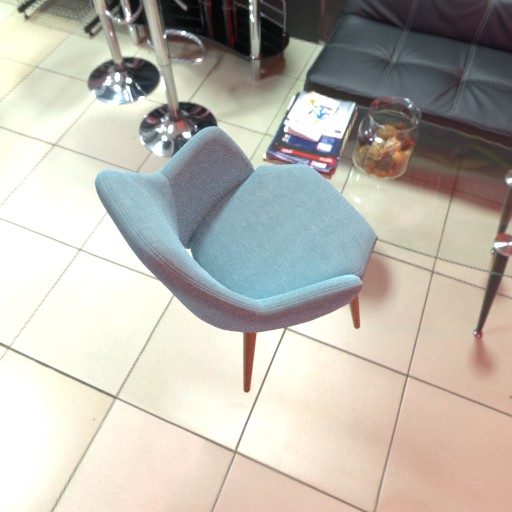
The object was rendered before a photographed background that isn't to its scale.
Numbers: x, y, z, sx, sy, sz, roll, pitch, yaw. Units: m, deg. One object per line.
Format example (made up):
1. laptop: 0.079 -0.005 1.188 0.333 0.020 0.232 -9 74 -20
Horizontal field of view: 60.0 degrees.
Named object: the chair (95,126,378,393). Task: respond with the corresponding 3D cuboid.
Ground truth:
1. chair: 0.000 0.000 1.217 0.610 0.840 0.590 -30 63 -17
